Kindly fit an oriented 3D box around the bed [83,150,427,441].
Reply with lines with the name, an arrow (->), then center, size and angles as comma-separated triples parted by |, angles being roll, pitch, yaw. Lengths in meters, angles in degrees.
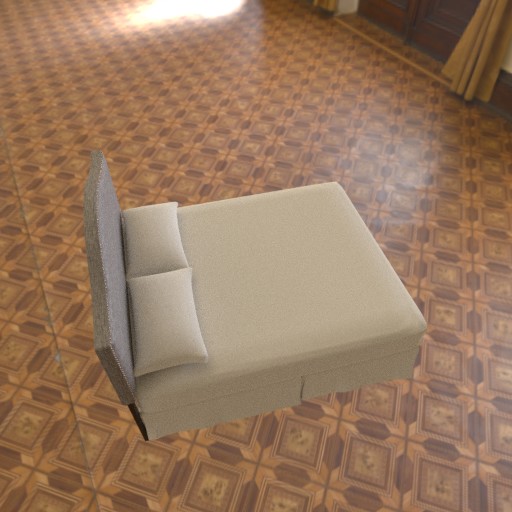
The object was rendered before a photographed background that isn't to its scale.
bed -> 0.000, 0.000, 2.951 | 1.870, 1.295, 1.610 | -11, 48, -10
